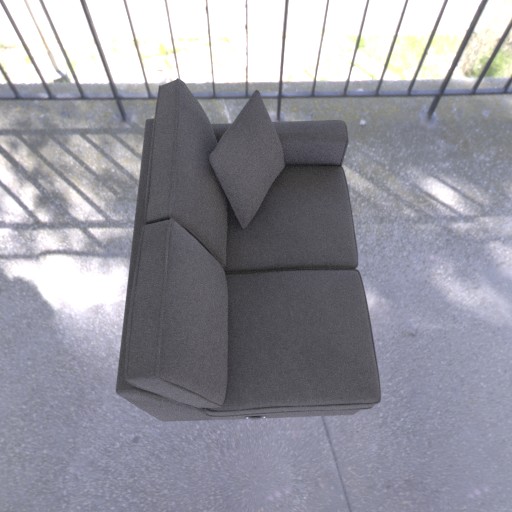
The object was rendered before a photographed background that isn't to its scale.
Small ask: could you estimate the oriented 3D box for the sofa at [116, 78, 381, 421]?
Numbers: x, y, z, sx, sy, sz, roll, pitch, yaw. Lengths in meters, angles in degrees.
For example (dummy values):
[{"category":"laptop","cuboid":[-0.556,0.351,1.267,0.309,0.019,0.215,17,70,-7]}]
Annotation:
[{"category":"sofa","cuboid":[0.000,0.000,2.075,0.991,0.989,1.388,-2,63,-1]}]
